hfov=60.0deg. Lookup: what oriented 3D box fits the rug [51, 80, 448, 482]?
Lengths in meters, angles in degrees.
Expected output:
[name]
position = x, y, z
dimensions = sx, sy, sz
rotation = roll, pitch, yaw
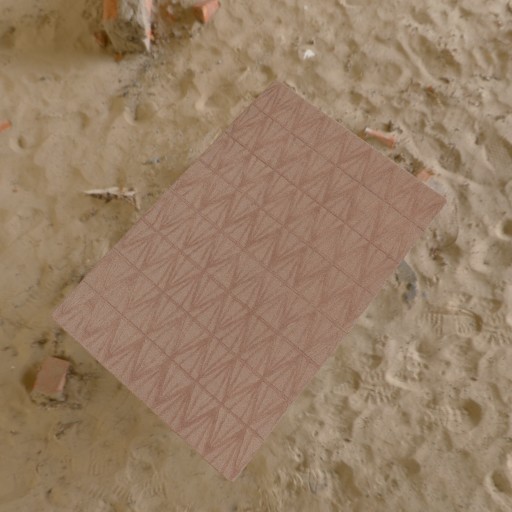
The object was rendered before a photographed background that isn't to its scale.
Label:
[rug]
position = 0.000, 0.000, 2.343
dimensions = 1.230, 0.025, 1.837
rotation = 39, 78, 10
